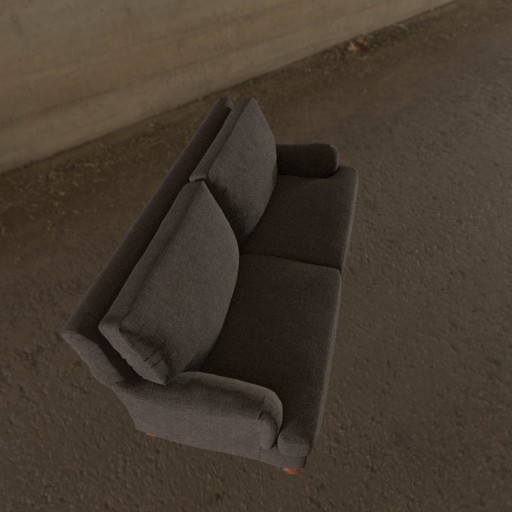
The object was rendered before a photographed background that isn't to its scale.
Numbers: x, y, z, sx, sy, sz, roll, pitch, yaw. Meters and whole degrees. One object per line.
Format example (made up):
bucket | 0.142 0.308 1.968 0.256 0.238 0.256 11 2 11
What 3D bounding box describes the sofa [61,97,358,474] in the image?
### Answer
sofa | 0.000 0.000 2.686 1.087 1.054 2.160 10 46 10
